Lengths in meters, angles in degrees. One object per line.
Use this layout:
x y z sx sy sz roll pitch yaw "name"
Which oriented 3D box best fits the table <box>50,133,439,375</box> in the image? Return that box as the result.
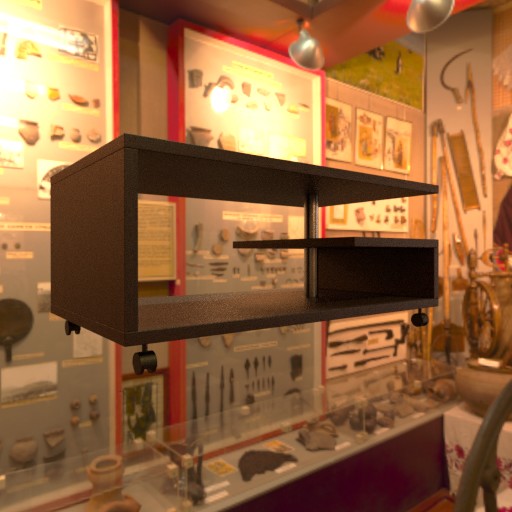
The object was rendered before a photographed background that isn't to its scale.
0.000 0.000 1.367 1.050 0.460 0.590 0 0 -37 "table"
